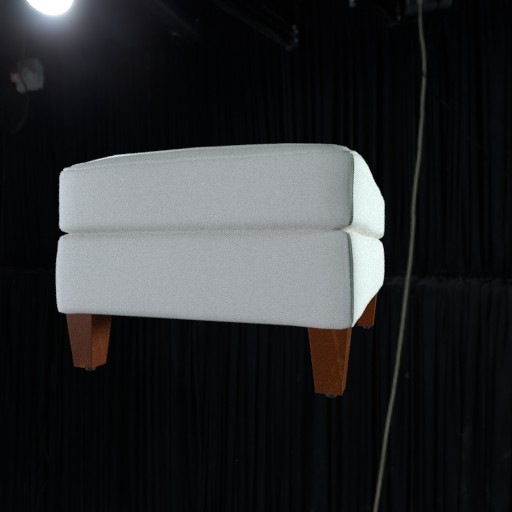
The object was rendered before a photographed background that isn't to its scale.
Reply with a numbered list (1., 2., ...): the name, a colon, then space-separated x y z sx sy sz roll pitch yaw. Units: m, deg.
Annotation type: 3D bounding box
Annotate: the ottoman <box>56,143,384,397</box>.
1. ottoman: 0.000 0.000 1.192 0.634 0.479 0.818 0 1 19
